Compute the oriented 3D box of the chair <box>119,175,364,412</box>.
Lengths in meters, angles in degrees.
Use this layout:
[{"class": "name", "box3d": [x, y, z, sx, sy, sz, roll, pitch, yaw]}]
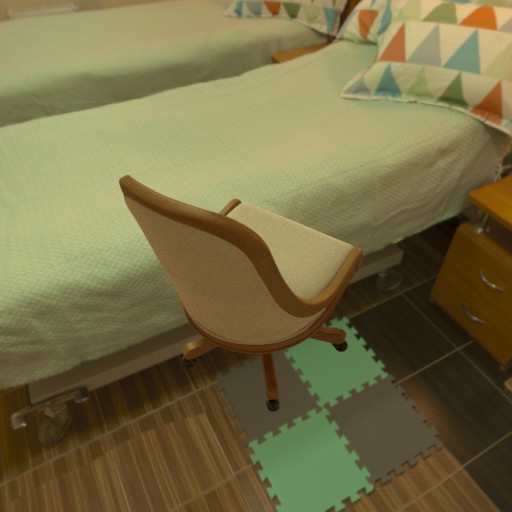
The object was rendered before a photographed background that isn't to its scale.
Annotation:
[{"class": "chair", "box3d": [0.000, 0.000, 1.543, 0.702, 1.009, 0.811, 24, 50, 22]}]
